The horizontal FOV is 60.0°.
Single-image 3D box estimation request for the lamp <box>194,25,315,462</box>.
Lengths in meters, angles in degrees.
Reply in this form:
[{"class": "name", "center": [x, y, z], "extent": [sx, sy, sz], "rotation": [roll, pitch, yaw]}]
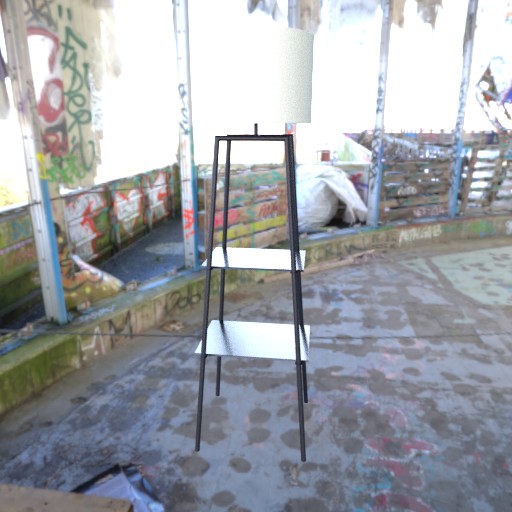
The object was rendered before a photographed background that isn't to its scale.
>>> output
[{"class": "lamp", "center": [0.000, 0.000, 1.644], "extent": [0.427, 1.474, 0.384], "rotation": [2, 17, 7]}]
